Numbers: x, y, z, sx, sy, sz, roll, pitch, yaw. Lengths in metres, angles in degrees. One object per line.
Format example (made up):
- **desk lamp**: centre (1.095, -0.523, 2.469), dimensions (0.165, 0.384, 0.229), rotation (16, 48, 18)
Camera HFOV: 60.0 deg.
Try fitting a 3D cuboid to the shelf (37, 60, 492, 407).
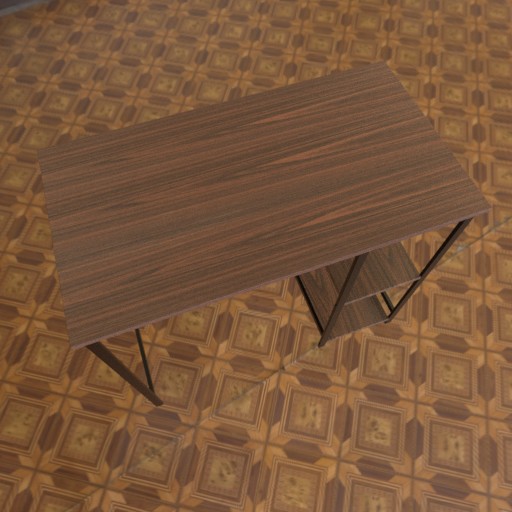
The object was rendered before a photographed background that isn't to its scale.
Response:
- **shelf**: centre (0.000, 0.000, 1.322), dimensions (0.902, 0.750, 0.498), rotation (-18, 64, -9)
